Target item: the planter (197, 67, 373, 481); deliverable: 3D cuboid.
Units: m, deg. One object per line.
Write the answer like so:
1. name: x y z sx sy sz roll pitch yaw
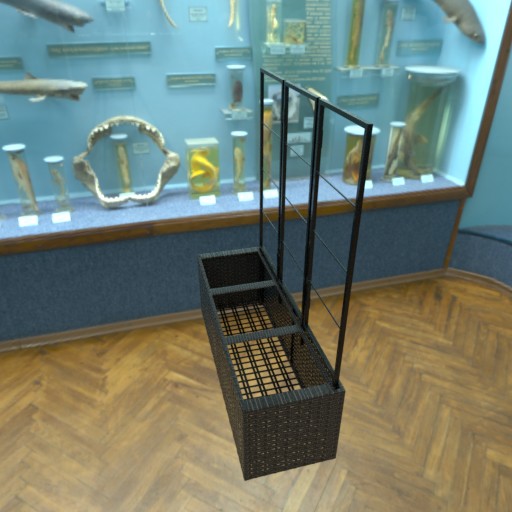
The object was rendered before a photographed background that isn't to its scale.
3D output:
1. planter: 0.000 0.000 1.182 0.244 0.841 0.699 -8 31 -13
